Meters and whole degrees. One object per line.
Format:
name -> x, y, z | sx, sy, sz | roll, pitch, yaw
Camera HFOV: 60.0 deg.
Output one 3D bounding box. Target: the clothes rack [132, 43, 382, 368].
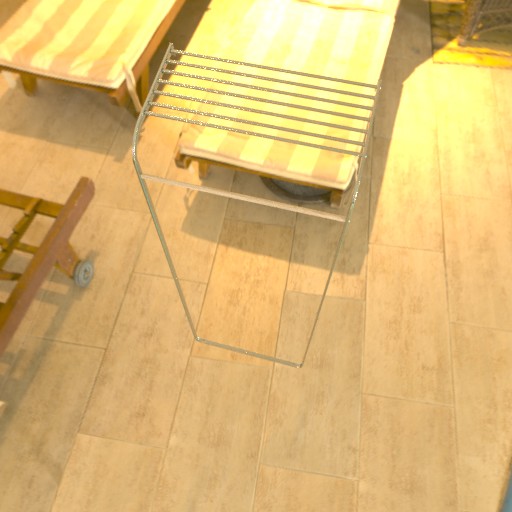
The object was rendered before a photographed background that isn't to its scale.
clothes rack -> 0.000, 0.000, 1.821 | 0.609, 1.574, 0.349 | 13, 61, 7
